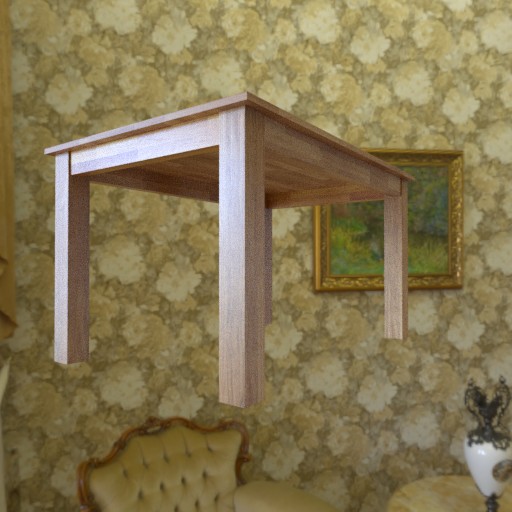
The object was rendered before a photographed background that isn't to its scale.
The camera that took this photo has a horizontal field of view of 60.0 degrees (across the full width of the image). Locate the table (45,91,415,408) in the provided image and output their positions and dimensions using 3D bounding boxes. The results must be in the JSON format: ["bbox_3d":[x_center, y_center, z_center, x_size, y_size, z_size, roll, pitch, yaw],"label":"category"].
[{"bbox_3d":[0.000,0.000,1.820,0.900,0.750,1.300,-1,-1,36],"label":"table"}]
